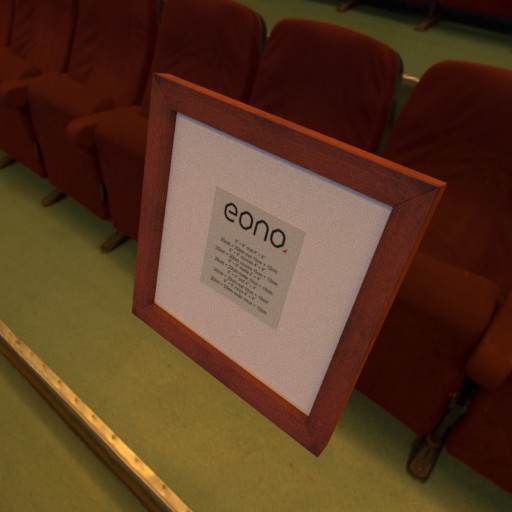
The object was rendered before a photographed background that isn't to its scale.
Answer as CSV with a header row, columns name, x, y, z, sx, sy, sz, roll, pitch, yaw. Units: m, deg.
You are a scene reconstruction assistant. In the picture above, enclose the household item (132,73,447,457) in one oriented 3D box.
name,x,y,z,sx,sy,sz,roll,pitch,yaw
household item,0.000,0.000,0.380,0.240,0.240,0.131,30,53,26
